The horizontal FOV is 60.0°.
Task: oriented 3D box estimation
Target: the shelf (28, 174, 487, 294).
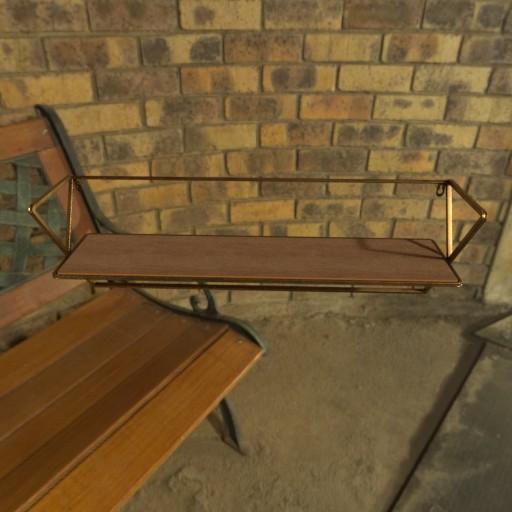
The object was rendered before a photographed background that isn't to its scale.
[{"bbox_3d":[0.000,0.000,0.740,0.645,0.229,0.150,1,29,2],"label":"shelf"}]
